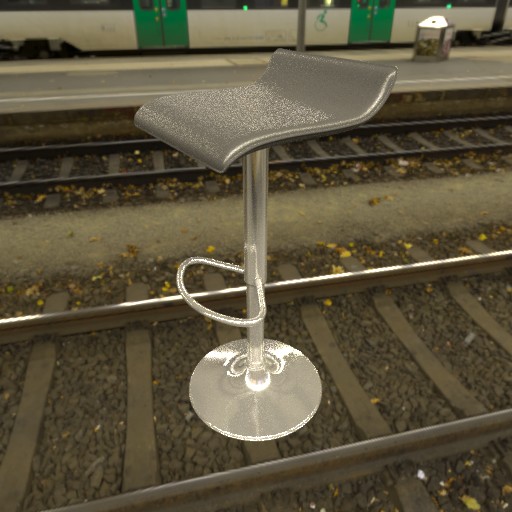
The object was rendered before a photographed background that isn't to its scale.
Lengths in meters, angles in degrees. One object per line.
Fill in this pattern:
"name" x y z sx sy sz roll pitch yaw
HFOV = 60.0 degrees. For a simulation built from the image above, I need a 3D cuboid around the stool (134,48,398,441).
"stool" 0.000 0.000 1.056 0.381 0.851 0.381 -19 36 -29
